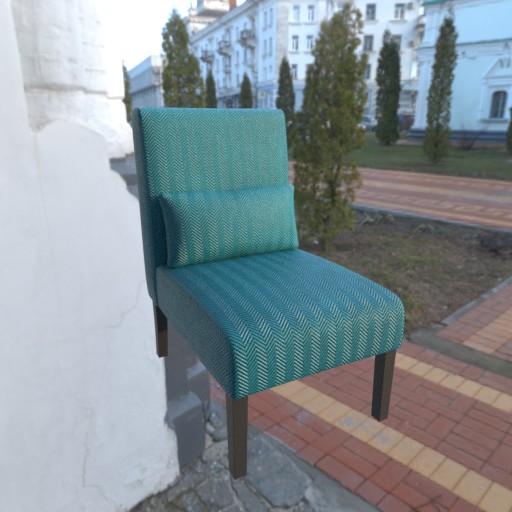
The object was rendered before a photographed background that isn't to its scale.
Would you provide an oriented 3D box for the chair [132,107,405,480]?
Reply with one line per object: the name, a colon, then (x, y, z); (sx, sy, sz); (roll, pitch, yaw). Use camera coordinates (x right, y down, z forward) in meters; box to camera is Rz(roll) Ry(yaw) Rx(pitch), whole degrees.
chair: (0.000, 0.000, 1.445); (0.579, 0.927, 0.808); (-9, 19, -27)
